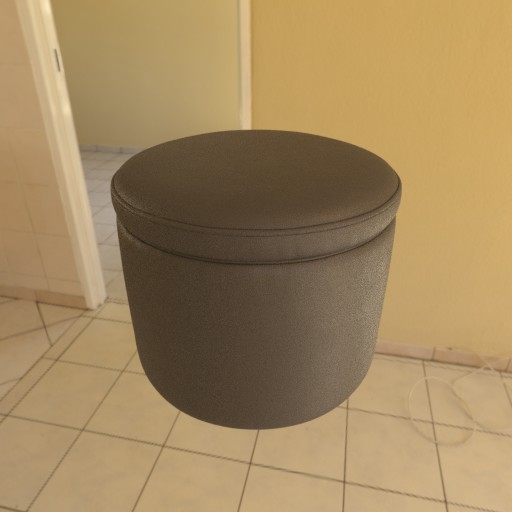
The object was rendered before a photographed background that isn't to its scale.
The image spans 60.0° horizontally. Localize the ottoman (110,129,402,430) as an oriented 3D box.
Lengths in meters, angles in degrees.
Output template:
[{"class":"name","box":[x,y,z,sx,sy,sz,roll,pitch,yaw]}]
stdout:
[{"class":"ottoman","box":[0.000,0.000,0.864,0.500,0.409,0.500,0,29,0]}]
